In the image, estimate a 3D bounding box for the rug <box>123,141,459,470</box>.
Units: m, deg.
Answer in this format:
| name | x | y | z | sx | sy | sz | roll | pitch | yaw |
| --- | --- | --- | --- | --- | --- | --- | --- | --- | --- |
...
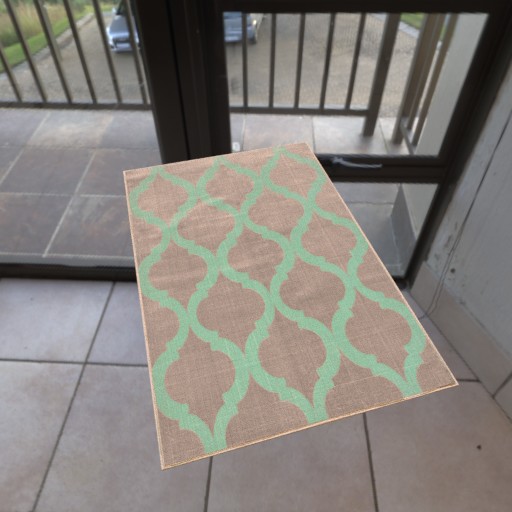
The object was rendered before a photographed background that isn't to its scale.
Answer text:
| name | x | y | z | sx | sy | sz | roll | pitch | yaw |
| --- | --- | --- | --- | --- | --- | --- | --- | --- | --- |
| rug | 0.000 | 0.000 | 2.876 | 1.524 | 0.006 | 2.286 | -12 | 49 | -10 |
